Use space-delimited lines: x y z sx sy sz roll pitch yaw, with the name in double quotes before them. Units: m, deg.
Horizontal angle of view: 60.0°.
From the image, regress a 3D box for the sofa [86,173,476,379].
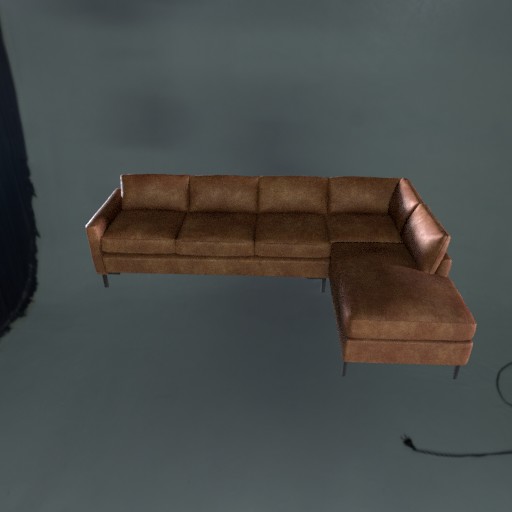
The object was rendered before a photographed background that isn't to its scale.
"sofa" 0.000 0.000 3.779 2.984 0.877 1.938 1 30 2
